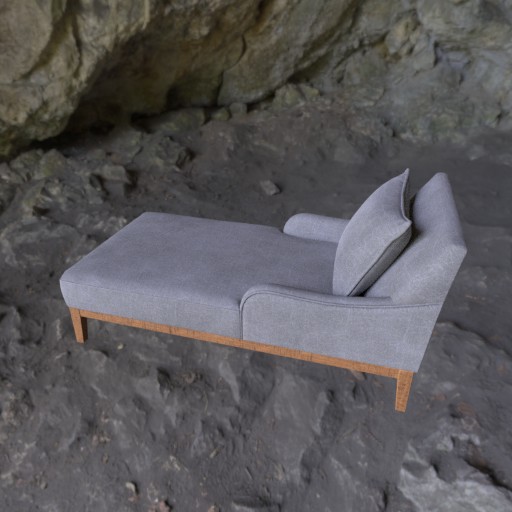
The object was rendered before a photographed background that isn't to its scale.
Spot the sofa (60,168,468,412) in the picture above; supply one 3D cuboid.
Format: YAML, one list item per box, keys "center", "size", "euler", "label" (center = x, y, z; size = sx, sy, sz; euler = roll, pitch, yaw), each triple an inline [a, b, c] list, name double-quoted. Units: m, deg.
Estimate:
- center: [0.000, 0.000, 2.292]
  size: [1.779, 0.859, 0.894]
  euler: [8, 29, 15]
  label: "sofa"
